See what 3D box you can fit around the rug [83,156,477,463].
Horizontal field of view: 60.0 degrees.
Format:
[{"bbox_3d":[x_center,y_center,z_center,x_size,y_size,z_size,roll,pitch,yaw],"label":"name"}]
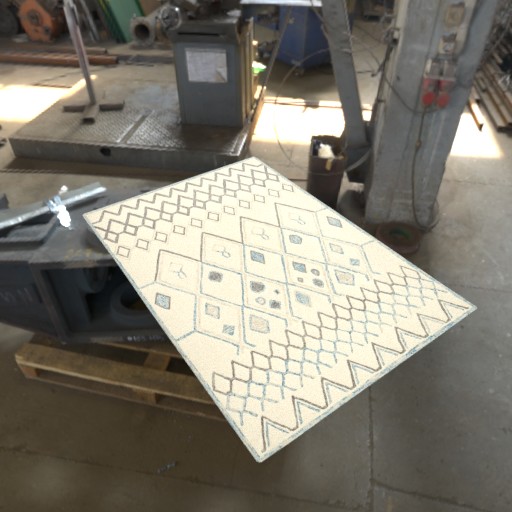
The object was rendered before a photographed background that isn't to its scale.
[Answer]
[{"bbox_3d":[0.000,0.000,2.364,1.260,0.009,1.820,-25,46,-26],"label":"rug"}]
